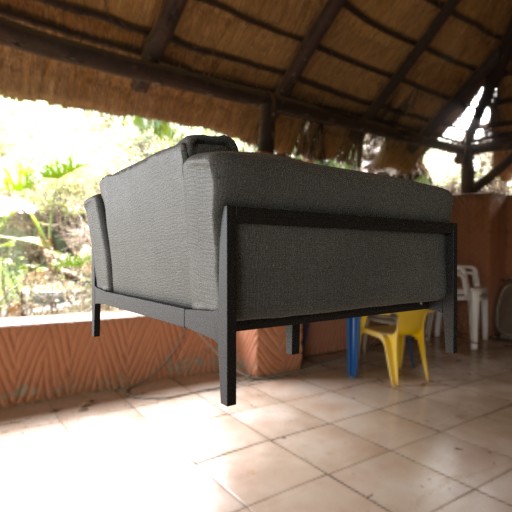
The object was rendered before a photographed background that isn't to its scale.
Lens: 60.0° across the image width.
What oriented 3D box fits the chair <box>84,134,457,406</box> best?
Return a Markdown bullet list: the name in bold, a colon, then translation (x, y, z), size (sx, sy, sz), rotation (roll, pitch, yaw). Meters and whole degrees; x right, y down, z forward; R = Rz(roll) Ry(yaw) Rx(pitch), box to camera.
- **chair**: translation (0.000, 0.000, 1.632), size (0.969, 0.646, 1.056), rotation (0, 0, -36)
